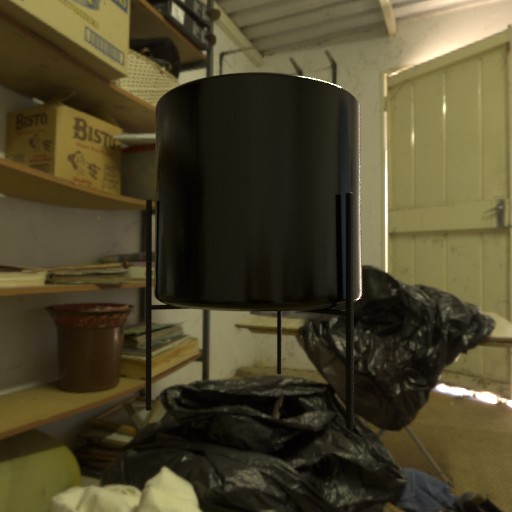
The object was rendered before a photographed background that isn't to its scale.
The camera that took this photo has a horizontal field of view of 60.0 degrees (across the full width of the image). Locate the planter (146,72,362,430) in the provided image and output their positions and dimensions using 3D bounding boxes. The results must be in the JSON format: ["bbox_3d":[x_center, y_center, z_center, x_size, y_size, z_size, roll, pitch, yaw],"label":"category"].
[{"bbox_3d":[0.000,0.000,0.668,0.310,0.432,0.310,0,0,0],"label":"planter"}]
